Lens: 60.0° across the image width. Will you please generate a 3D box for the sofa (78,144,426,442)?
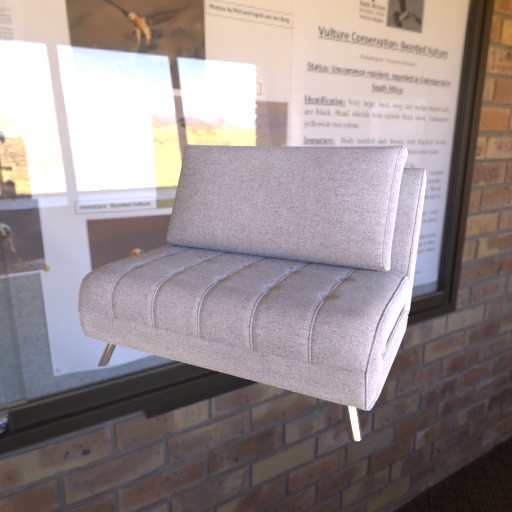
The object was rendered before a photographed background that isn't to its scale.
[{"bbox_3d":[0.000,0.000,1.879,1.220,0.910,0.910,7,16,25],"label":"sofa"}]
